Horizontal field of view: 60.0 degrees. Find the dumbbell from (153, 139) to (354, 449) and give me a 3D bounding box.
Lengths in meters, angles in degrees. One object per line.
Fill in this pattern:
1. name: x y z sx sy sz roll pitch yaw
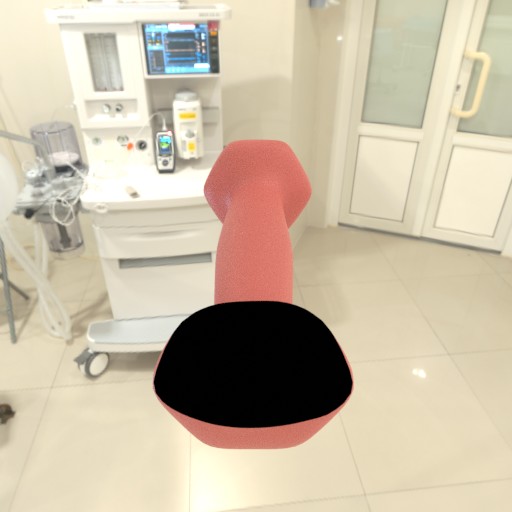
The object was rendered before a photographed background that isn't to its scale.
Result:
1. dumbbell: 0.000 0.000 0.148 0.047 0.043 0.123 0 33 1
